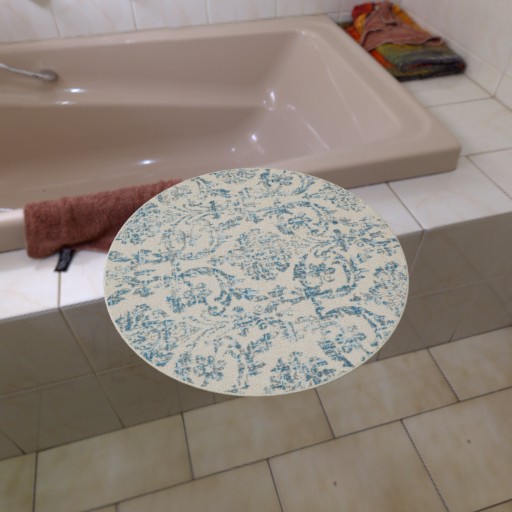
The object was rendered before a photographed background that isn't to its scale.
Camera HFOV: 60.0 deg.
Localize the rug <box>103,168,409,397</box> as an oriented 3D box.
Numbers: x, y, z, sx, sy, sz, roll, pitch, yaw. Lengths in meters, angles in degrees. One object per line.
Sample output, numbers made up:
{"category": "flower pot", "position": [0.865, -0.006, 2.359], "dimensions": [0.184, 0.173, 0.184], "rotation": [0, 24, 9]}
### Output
{"category": "rug", "position": [0.000, 0.000, 2.372], "dimensions": [1.593, 0.012, 1.593], "rotation": [0, 47, 0]}
